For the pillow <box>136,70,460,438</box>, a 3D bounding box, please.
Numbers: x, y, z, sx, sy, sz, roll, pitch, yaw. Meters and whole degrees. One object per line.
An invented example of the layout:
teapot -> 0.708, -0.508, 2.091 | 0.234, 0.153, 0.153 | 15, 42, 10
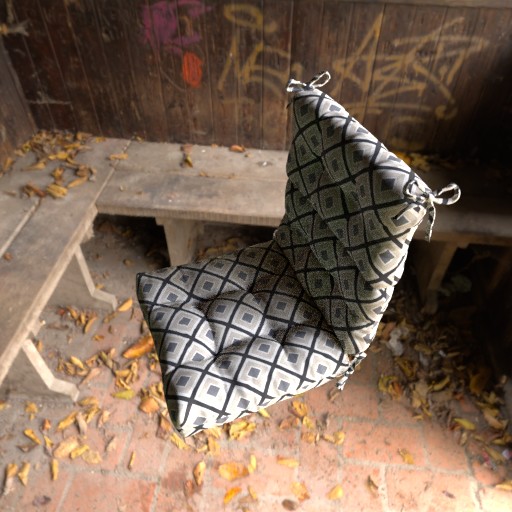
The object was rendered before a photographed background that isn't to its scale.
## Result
pillow -> 0.000, 0.000, 1.031 | 0.571, 0.605, 0.519 | -16, 48, -15
